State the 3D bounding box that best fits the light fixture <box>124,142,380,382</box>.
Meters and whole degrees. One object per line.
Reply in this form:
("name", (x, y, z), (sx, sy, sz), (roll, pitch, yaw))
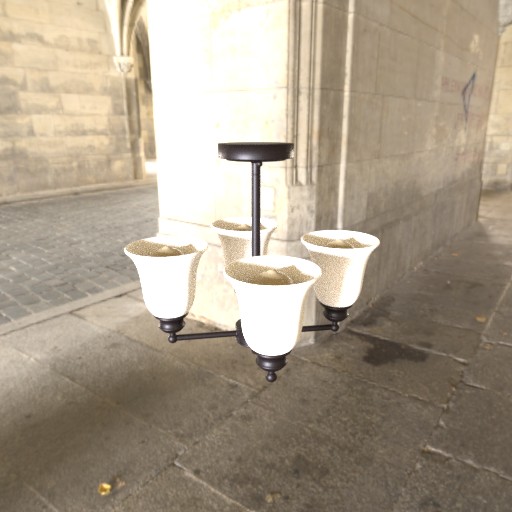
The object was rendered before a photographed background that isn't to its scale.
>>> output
("light fixture", (0.000, 0.000, 1.878), (1.069, 0.925, 1.069), (-3, 17, -9))
